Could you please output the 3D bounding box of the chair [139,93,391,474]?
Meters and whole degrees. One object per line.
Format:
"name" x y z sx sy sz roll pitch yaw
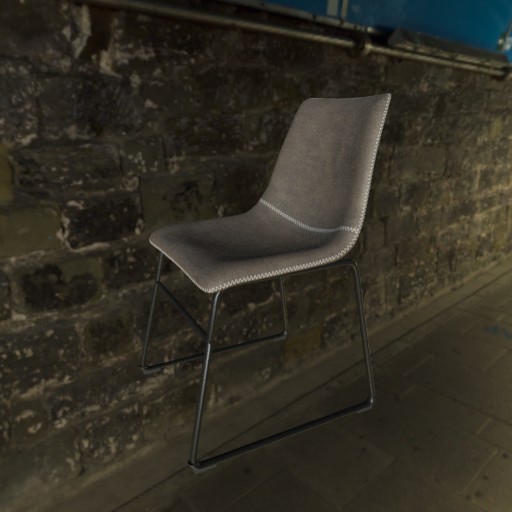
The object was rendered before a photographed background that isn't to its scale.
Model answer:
"chair" 0.000 0.000 1.134 0.550 0.780 0.460 -9 19 -26
